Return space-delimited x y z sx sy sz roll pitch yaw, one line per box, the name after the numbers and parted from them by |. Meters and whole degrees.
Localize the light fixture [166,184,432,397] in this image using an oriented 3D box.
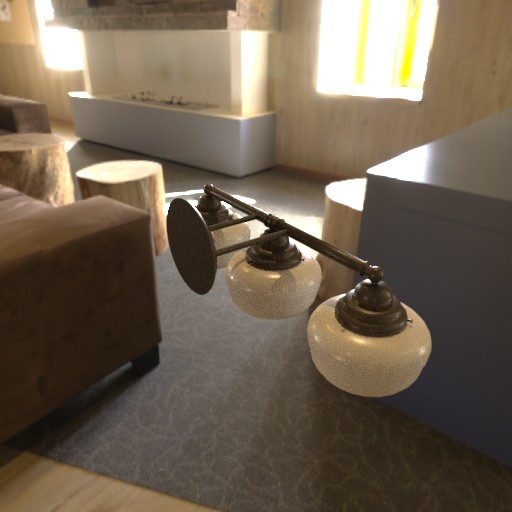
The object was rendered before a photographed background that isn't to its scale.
0.000 0.000 0.721 0.239 0.242 0.587 -18 32 -31 | light fixture
